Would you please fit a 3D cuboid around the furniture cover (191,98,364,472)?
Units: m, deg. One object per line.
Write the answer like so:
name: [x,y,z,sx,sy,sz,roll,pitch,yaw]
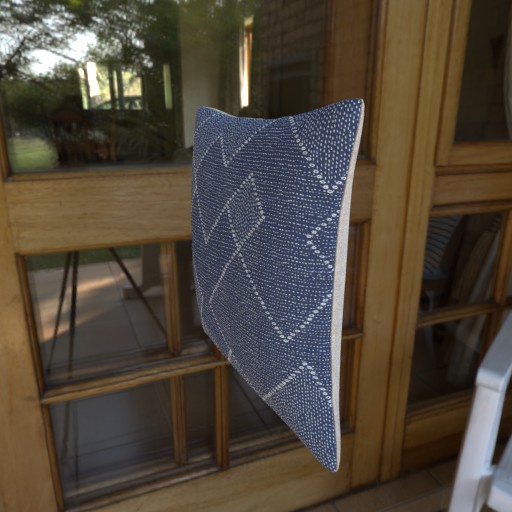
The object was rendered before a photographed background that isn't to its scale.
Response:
furniture cover: [0.000,0.000,0.770,0.162,0.503,0.511,-9,19,-26]
